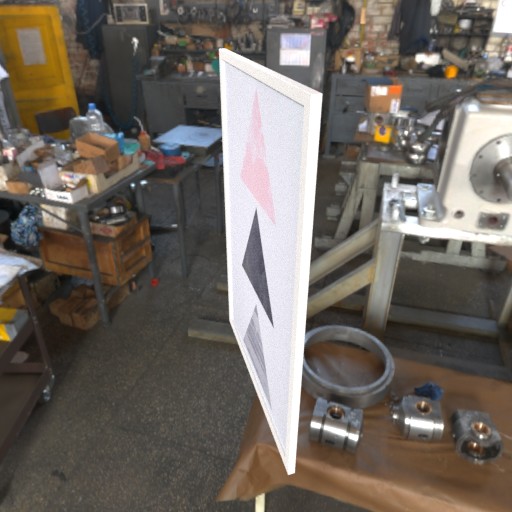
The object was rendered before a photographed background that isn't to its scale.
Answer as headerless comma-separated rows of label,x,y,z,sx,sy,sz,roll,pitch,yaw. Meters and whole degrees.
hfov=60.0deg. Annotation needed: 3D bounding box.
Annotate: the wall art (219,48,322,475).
wall art,0.000,0.000,0.821,0.013,0.656,0.456,-9,32,-14
